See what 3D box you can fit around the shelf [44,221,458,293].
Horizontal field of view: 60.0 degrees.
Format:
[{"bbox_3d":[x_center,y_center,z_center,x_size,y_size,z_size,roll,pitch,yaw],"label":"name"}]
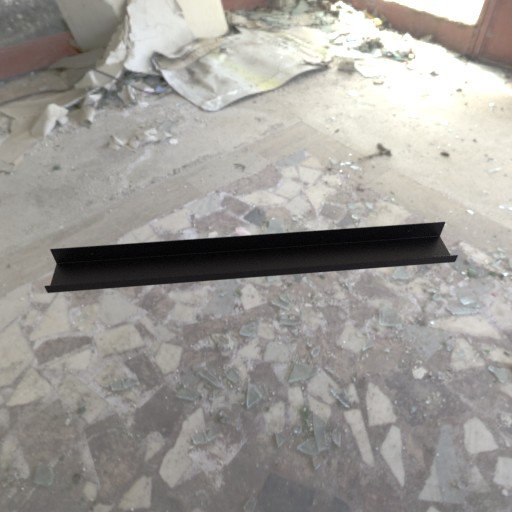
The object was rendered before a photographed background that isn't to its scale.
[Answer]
[{"bbox_3d":[0.000,0.000,1.017,0.924,0.049,0.092,-4,46,-4],"label":"shelf"}]
